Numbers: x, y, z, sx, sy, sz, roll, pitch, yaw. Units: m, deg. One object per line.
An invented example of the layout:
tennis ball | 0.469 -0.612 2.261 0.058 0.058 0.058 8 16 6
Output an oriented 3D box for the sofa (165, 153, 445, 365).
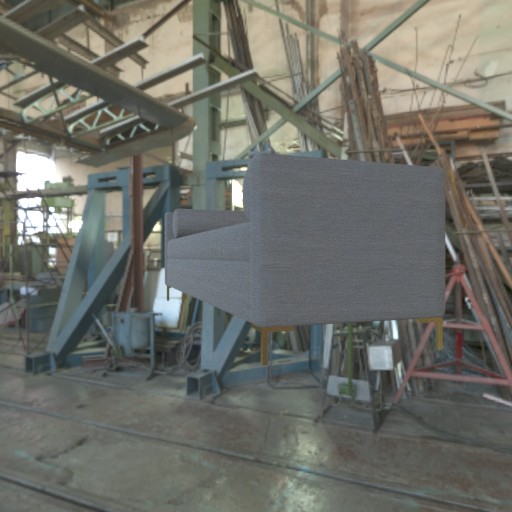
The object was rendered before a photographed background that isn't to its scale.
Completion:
sofa | 0.000 0.000 2.326 0.686 0.635 1.981 0 0 -19
